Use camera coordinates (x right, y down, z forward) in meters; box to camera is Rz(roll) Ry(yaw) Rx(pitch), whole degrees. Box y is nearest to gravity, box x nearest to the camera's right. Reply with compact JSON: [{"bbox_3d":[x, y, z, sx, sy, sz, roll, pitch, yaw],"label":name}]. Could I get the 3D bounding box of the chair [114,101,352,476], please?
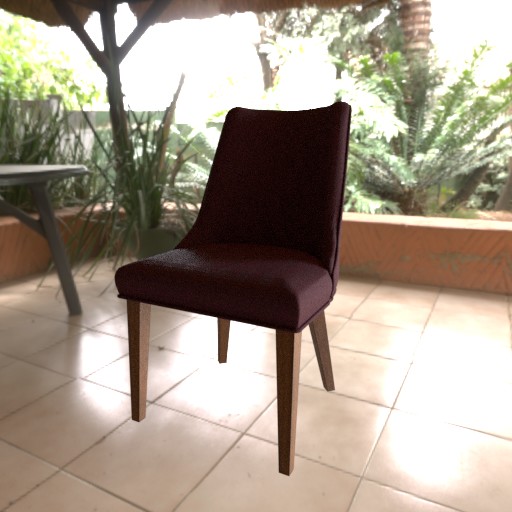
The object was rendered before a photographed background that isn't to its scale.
[{"bbox_3d":[0.000,0.000,1.351,0.548,0.916,0.638,7,15,27],"label":"chair"}]
